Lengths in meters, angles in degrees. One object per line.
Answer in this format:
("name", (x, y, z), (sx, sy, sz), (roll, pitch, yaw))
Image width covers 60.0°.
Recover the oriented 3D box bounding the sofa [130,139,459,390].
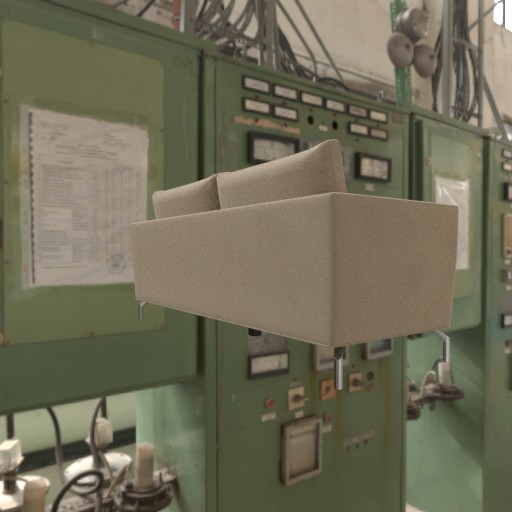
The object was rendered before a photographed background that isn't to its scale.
("sofa", (0.000, 0.000, 2.776), (0.868, 1.005, 2.214), (0, 1, -35))
